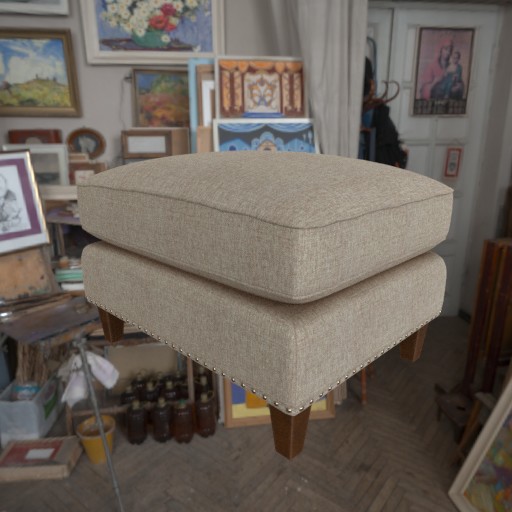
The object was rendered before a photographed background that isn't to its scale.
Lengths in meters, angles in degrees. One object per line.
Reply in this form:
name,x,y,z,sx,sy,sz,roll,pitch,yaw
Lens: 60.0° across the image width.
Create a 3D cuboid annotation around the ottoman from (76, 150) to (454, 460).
ottoman,0.000,0.000,1.113,0.741,0.513,0.584,15,22,42
